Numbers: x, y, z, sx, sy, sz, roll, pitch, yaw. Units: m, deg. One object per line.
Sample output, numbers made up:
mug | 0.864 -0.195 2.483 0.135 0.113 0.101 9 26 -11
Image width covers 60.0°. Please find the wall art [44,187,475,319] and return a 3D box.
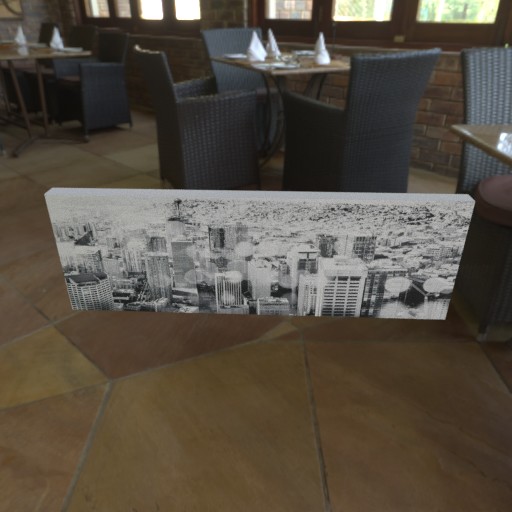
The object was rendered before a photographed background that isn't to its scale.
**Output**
wall art | 0.000 0.000 0.861 0.763 0.255 0.038 1 29 2
